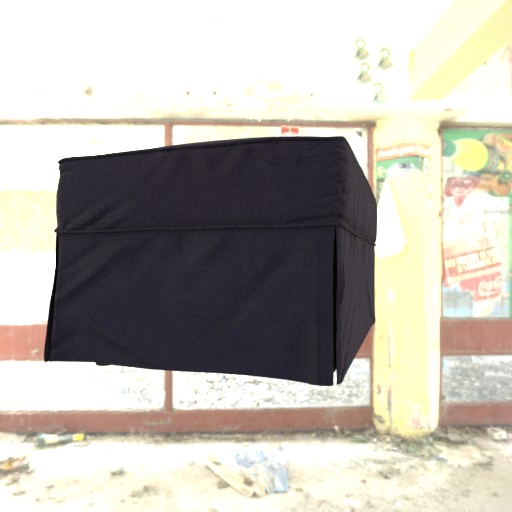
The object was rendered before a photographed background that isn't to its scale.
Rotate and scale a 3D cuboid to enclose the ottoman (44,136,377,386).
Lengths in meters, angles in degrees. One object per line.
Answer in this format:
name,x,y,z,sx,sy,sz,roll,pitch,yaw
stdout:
ottoman,0.000,0.000,1.277,0.637,0.503,0.938,0,-1,19
